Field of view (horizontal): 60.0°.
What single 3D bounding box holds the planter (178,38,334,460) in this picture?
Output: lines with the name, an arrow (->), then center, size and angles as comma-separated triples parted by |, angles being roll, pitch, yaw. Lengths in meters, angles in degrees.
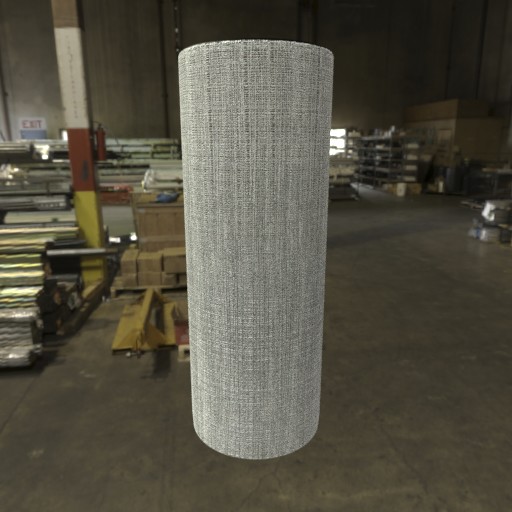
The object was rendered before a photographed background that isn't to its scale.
planter -> 0.000, 0.000, 0.322 | 0.100, 0.270, 0.100 | -2, 14, -8
